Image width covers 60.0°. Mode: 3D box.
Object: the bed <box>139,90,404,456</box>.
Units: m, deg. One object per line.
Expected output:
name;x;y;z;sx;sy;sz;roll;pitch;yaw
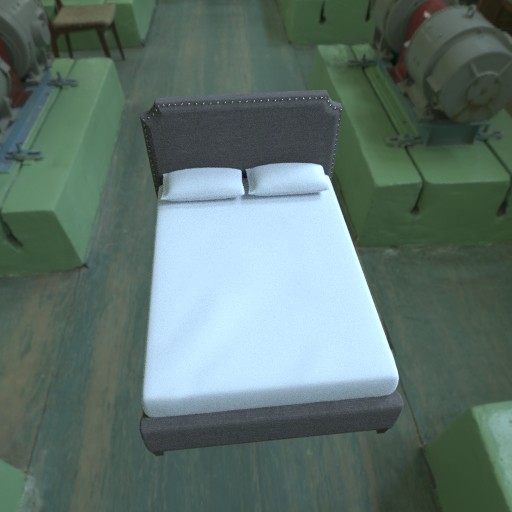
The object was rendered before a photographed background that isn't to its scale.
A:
bed;0.000;0.000;3.404;1.713;1.457;2.381;-4;47;-4
